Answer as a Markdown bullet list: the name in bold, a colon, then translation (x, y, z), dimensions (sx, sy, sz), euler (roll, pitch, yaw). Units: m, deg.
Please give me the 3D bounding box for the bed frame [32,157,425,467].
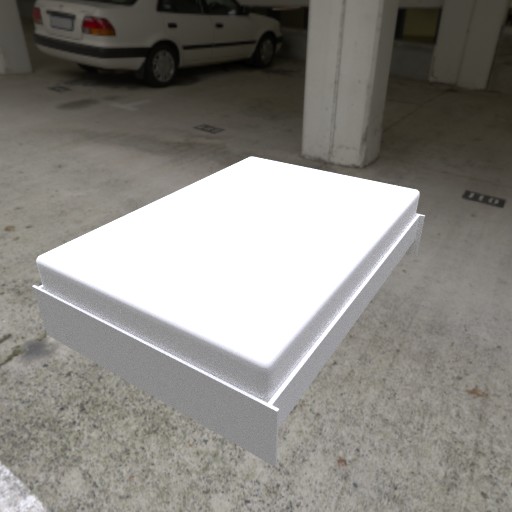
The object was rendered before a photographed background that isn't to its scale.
- **bed frame**: translation (0.000, 0.000, 2.647), dimensions (1.445, 0.497, 1.945), euler (18, 35, 28)
